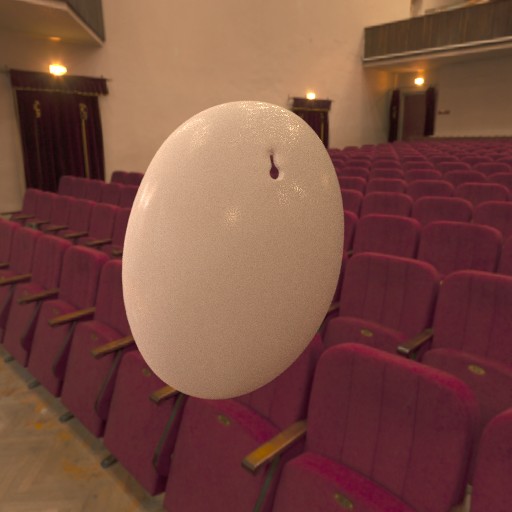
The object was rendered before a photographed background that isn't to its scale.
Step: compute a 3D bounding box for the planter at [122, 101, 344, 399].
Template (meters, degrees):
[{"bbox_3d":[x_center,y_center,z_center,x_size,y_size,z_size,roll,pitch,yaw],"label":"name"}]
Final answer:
[{"bbox_3d":[0.000,0.000,0.283,0.185,0.188,0.043,-14,20,-43],"label":"planter"}]
